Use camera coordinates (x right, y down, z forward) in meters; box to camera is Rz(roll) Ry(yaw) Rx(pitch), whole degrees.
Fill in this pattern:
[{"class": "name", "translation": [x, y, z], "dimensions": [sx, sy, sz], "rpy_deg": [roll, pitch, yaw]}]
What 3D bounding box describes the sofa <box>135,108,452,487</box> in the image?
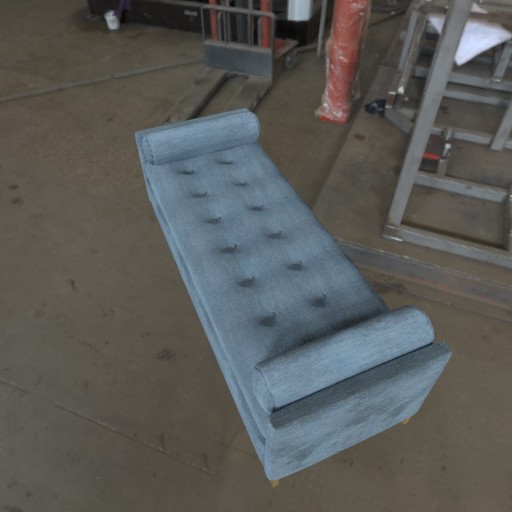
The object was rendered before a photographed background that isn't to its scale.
[{"class": "sofa", "translation": [0.000, 0.000, 2.468], "dimensions": [0.796, 0.705, 2.102], "rpy_deg": [-18, 49, -16]}]
